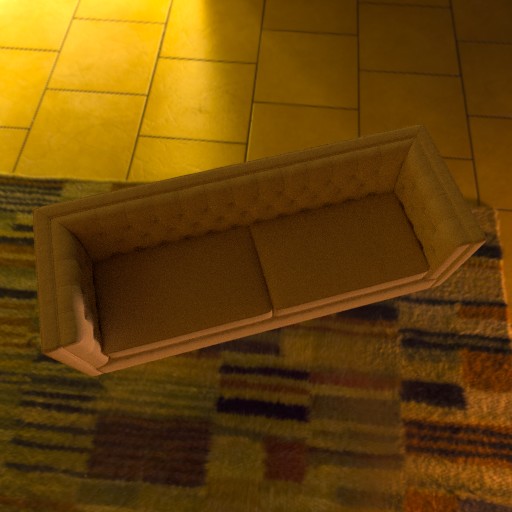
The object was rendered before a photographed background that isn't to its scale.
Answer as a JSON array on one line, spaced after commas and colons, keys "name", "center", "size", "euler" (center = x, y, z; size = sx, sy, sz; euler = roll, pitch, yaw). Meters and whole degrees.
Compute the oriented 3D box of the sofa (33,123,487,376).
[{"name": "sofa", "center": [0.000, 0.000, 2.557], "size": [2.159, 0.762, 0.775], "euler": [-14, 66, -6]}]
